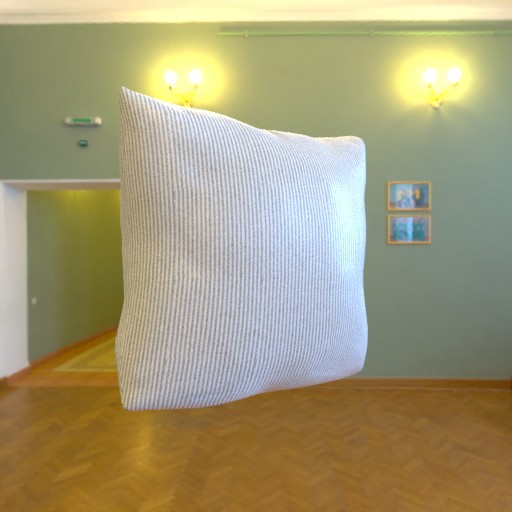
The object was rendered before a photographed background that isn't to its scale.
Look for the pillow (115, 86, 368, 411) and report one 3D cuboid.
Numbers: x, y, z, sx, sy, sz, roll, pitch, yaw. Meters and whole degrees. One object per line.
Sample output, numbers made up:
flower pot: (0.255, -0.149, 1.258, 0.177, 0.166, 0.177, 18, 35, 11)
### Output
pillow: (0.000, 0.000, 0.698, 0.387, 0.432, 0.310, 0, 0, 0)
